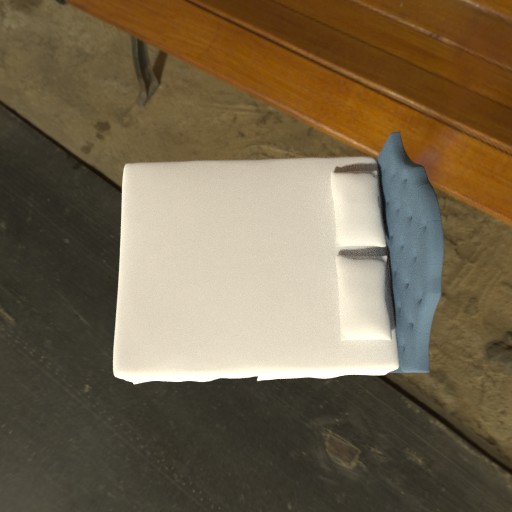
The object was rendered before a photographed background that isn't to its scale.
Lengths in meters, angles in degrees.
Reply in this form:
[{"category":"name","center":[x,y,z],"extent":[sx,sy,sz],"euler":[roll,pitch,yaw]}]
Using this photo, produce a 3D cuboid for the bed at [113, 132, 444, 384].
[{"category":"bed","center":[0.000,0.000,3.714],"extent":[2.477,1.617,2.039],"euler":[-2,75,0]}]
